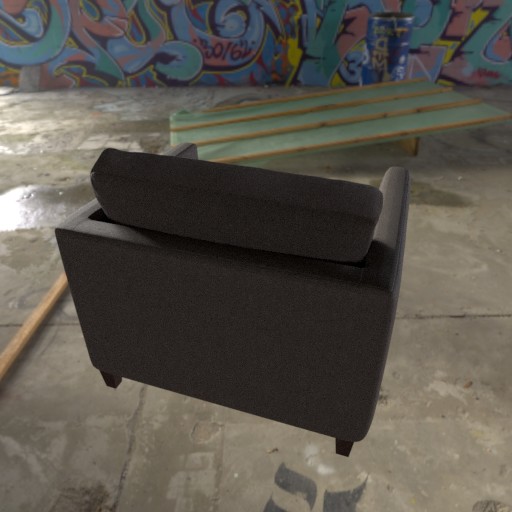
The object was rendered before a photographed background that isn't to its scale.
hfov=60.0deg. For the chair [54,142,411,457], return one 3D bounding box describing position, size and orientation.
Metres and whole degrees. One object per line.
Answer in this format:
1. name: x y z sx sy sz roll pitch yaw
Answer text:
1. chair: 0.000 0.000 1.795 1.107 0.963 0.959 10 34 16
